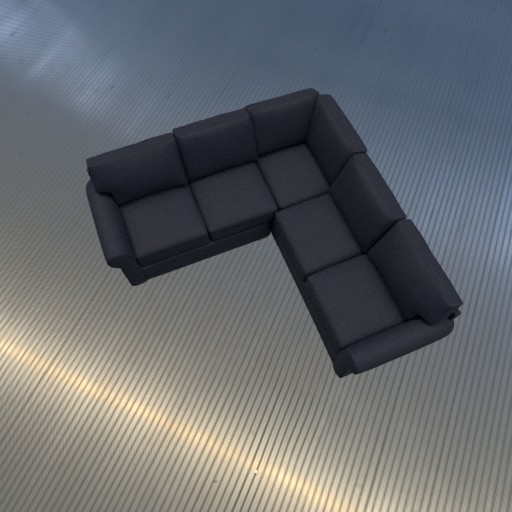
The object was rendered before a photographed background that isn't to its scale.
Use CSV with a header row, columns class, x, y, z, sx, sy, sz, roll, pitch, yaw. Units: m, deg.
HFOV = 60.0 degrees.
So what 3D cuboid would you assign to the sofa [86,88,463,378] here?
class,x,y,z,sx,sy,sz,roll,pitch,yaw
sofa,0.000,0.000,3.958,2.487,1.042,2.562,-20,66,-9
